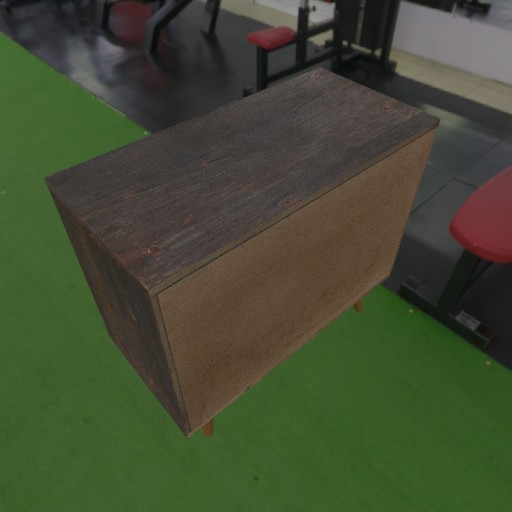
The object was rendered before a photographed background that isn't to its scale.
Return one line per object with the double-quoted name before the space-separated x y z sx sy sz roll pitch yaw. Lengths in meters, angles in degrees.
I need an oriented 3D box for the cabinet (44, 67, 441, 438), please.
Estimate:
"cabinet" 0.000 0.000 1.557 1.023 0.897 0.529 -32 54 -27
